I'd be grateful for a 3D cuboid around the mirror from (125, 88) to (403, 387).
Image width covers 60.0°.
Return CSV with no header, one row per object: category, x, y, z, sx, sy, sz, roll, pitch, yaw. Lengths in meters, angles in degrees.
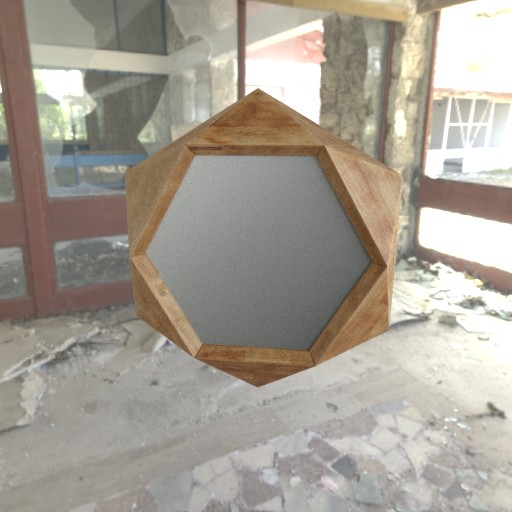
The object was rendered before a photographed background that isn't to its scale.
mirror,0.000,0.000,1.085,0.675,0.779,0.091,2,16,8
